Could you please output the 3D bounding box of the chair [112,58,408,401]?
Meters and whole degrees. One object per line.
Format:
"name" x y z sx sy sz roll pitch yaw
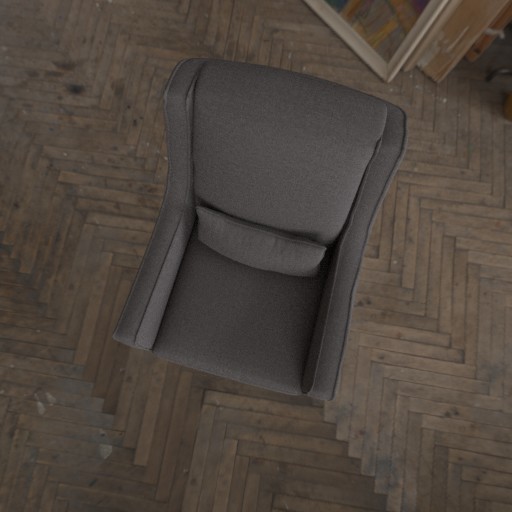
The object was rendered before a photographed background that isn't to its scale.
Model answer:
"chair" 0.000 0.000 1.596 0.732 0.993 0.879 15 76 4
